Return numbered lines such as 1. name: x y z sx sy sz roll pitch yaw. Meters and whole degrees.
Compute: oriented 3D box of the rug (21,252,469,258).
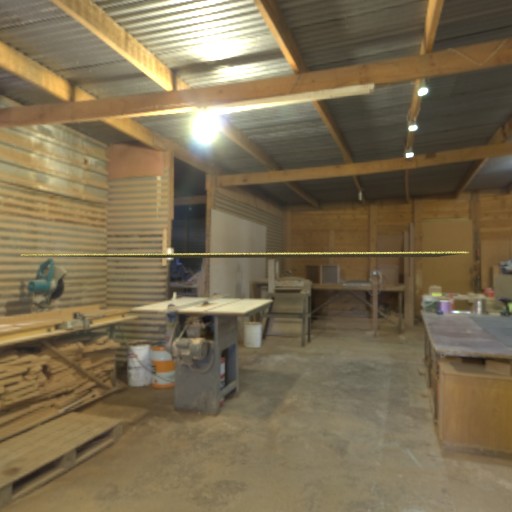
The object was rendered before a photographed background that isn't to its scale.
1. rug: 0.000 0.000 2.865 2.297 0.007 1.529 0 -1 18
